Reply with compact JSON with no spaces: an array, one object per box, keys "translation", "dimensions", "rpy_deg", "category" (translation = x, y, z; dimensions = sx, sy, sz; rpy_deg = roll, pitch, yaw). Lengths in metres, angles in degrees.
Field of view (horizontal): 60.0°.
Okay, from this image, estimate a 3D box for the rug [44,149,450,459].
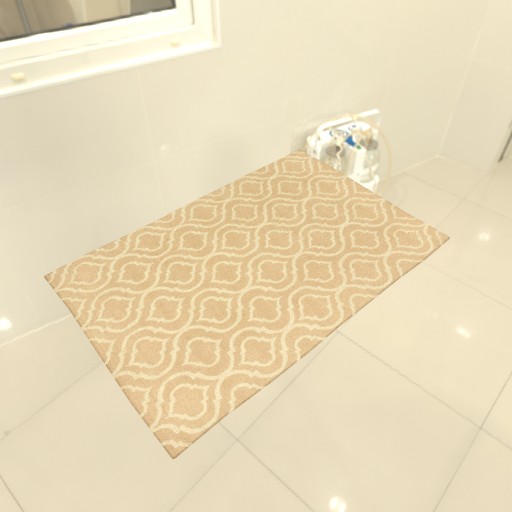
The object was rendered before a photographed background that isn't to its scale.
[{"translation":[0.000,0.000,2.257],"dimensions":[1.761,0.013,1.152],"rpy_deg":[-32,53,-27],"category":"rug"}]
